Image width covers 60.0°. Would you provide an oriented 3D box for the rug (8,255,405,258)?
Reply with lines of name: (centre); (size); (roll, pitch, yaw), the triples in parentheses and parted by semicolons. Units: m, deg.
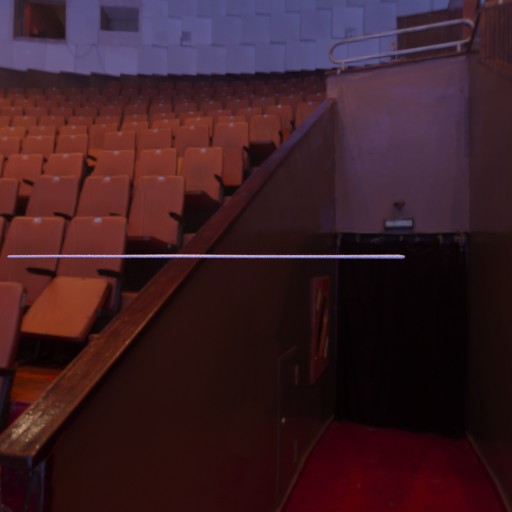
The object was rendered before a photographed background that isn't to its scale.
rug: (0.000, 0.000, 3.948); (2.410, 0.021, 3.055); (0, 0, 17)
